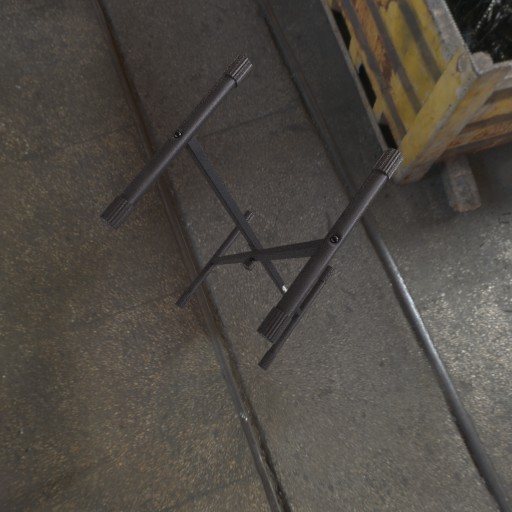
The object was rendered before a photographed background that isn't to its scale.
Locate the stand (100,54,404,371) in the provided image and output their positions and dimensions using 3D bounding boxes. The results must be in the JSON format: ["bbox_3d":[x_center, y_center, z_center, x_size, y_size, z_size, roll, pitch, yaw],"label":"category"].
[{"bbox_3d":[0.000,0.000,1.206,0.409,0.940,0.449,35,78,9],"label":"stand"}]
